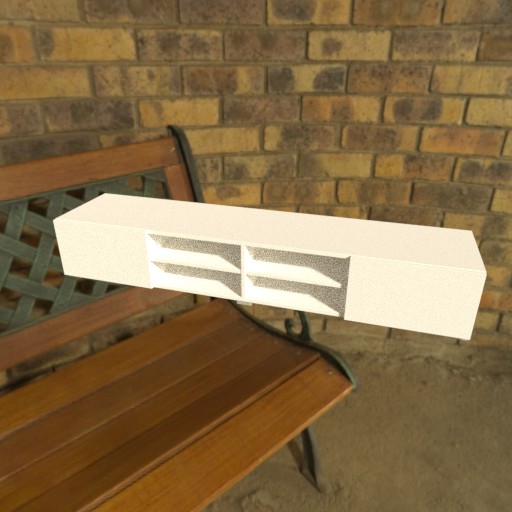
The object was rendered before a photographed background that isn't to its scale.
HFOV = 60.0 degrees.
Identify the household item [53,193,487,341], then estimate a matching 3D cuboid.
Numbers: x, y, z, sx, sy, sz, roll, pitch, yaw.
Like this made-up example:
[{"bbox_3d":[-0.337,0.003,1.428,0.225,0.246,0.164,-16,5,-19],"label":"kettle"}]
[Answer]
[{"bbox_3d":[0.000,0.000,2.071,1.850,0.310,0.420,7,27,15],"label":"household item"}]
